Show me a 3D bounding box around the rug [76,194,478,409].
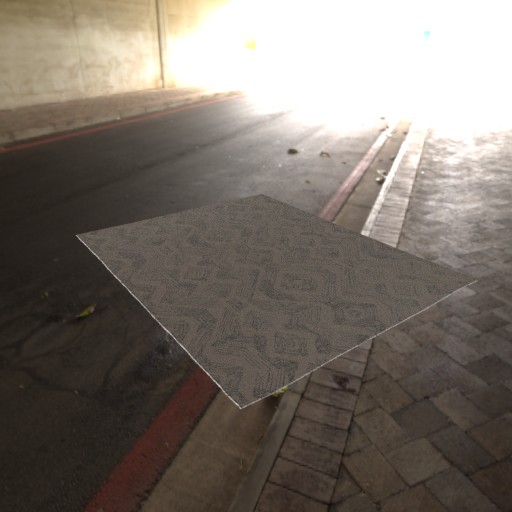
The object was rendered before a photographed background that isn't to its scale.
[{"bbox_3d":[0.000,0.000,4.159,2.430,0.030,3.054,-17,30,-32],"label":"rug"}]
